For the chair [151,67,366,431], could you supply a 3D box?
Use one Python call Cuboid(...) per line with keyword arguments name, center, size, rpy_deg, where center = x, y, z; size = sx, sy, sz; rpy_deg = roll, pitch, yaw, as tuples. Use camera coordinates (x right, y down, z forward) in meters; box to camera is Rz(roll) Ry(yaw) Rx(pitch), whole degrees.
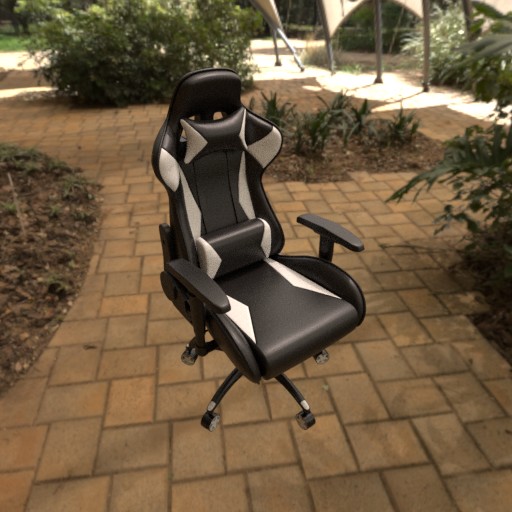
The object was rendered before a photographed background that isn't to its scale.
Cuboid(name="chair", center=(0.000, 0.000, 1.699), size=(0.730, 1.285, 0.695), rpy_deg=(-21, 37, -32))
